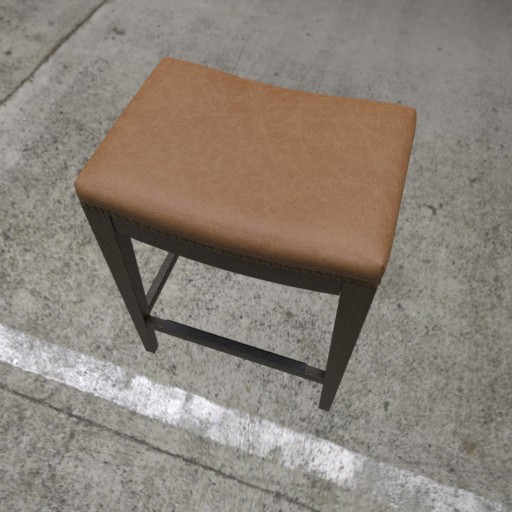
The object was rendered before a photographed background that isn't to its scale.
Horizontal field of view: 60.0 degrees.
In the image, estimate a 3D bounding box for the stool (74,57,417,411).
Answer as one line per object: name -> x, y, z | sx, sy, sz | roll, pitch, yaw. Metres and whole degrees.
stool -> 0.000, 0.000, 0.960 | 0.500, 0.660, 0.361 | 16, 58, 10
